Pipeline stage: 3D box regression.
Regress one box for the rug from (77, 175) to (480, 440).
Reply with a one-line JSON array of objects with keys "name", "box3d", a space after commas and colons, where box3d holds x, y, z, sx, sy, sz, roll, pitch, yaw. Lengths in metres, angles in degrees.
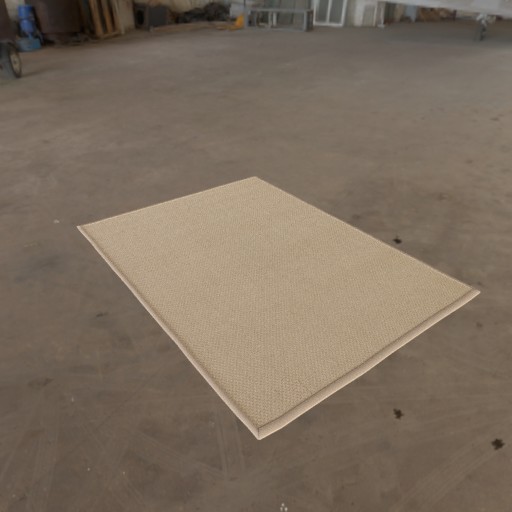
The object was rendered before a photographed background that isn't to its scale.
[{"name": "rug", "box3d": [0.000, 0.000, 2.725, 1.525, 0.020, 2.081, -22, 38, -30]}]
